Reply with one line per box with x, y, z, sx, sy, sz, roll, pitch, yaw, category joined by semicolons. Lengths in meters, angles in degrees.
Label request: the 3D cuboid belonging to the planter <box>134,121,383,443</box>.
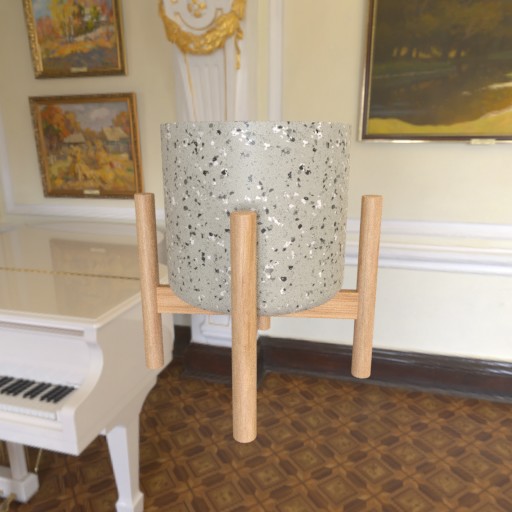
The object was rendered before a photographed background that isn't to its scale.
0.000;0.000;0.565;0.284;0.320;0.284;7;16;26;planter
